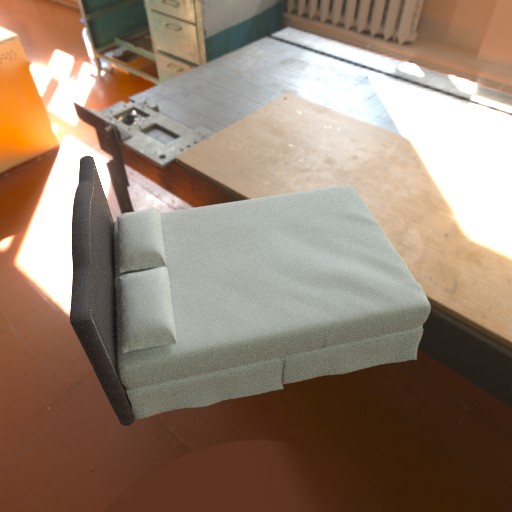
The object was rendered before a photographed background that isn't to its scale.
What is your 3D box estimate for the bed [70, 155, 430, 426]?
[{"bbox_3d":[0.000,0.000,3.642,2.507,1.441,1.741,-10,47,-9],"label":"bed"}]
